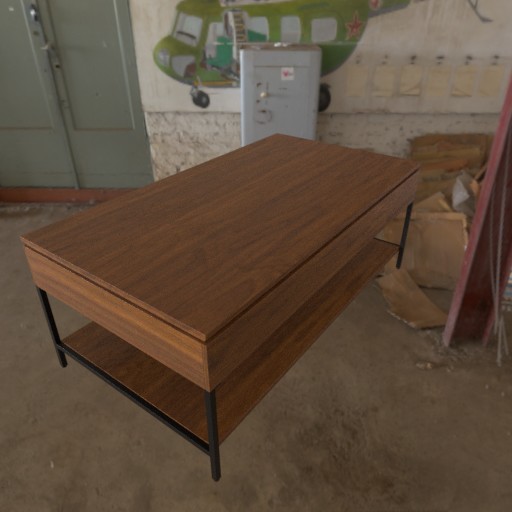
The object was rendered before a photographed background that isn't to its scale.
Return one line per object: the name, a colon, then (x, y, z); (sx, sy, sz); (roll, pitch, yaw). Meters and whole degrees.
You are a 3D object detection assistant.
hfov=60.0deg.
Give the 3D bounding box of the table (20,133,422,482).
table: (0.000, 0.000, 1.346); (0.574, 0.414, 1.057); (21, 37, 31)
